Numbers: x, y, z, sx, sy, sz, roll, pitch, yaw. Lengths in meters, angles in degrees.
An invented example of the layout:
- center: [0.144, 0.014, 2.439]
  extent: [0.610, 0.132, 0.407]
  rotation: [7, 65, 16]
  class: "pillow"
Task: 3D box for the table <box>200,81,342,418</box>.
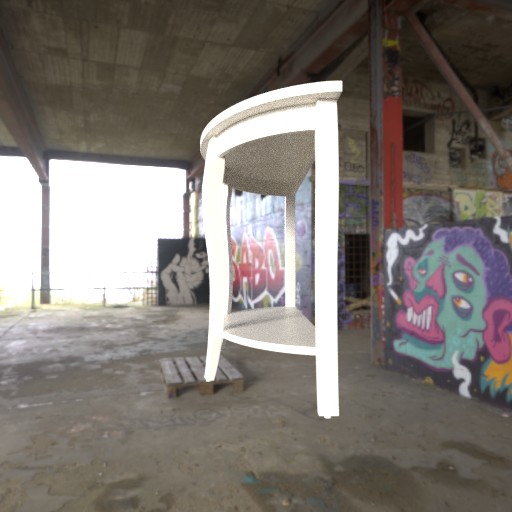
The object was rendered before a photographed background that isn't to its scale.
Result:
- center: [0.000, 0.000, 1.618]
  extent: [0.394, 0.780, 1.219]
  rotation: [0, -1, 0]
  class: "table"
